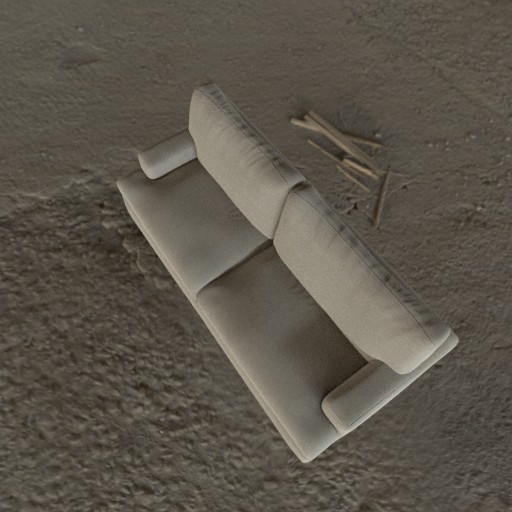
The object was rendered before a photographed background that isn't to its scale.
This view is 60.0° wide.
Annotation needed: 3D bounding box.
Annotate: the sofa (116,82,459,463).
[{"bbox_3d":[0.000,0.000,2.895,0.962,0.980,2.354,-32,66,-16],"label":"sofa"}]
